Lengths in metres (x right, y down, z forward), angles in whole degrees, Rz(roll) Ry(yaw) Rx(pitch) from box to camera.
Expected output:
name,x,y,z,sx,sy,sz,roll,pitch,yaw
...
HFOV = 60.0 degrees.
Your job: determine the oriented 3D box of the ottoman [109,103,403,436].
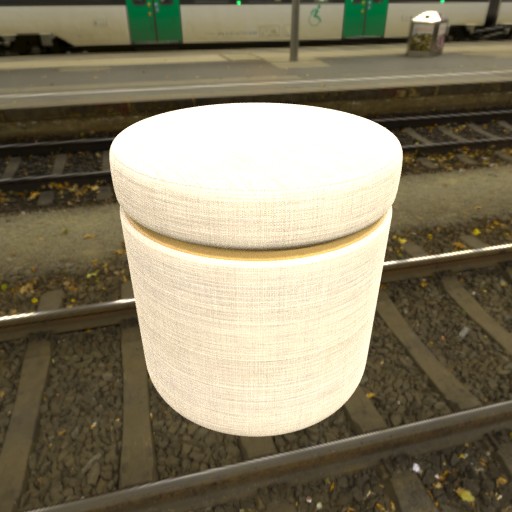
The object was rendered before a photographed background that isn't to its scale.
name,x,y,z,sx,sy,sz,roll,pitch,yaw
ottoman,0.000,0.000,0.720,0.400,0.406,0.400,0,31,0
